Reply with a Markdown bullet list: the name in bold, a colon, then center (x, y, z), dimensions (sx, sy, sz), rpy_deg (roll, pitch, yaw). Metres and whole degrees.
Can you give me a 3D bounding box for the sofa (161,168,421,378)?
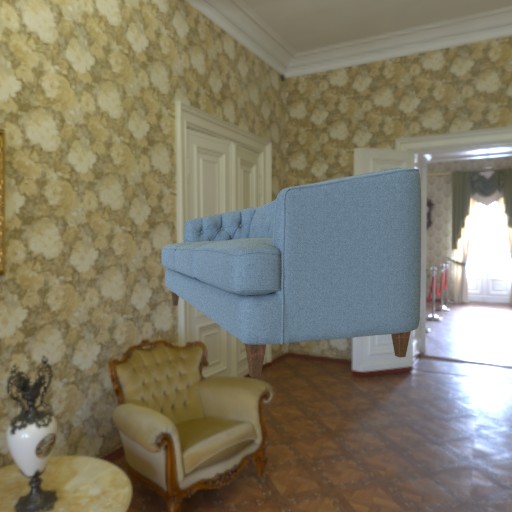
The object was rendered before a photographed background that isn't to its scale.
- **sofa**: center (0.000, 0.000, 2.765), dimensions (0.941, 0.855, 2.278), rpy_deg (0, 1, -18)
